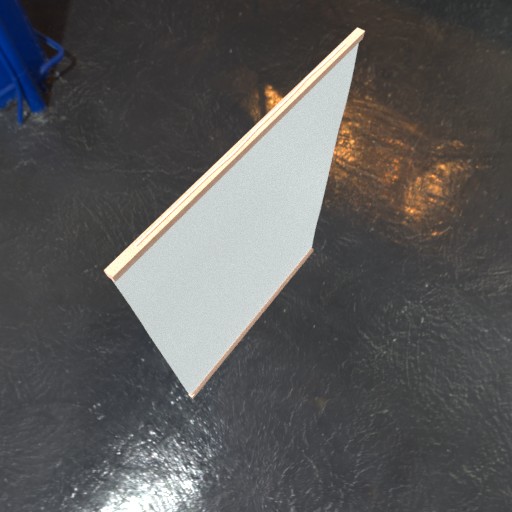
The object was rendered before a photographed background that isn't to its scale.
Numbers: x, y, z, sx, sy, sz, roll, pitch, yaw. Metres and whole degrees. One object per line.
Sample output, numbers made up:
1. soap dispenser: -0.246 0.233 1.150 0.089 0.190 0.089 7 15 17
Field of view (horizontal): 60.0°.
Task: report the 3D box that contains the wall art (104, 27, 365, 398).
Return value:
1. wall art: 0.000 0.000 1.277 0.020 1.013 0.758 34 67 17
